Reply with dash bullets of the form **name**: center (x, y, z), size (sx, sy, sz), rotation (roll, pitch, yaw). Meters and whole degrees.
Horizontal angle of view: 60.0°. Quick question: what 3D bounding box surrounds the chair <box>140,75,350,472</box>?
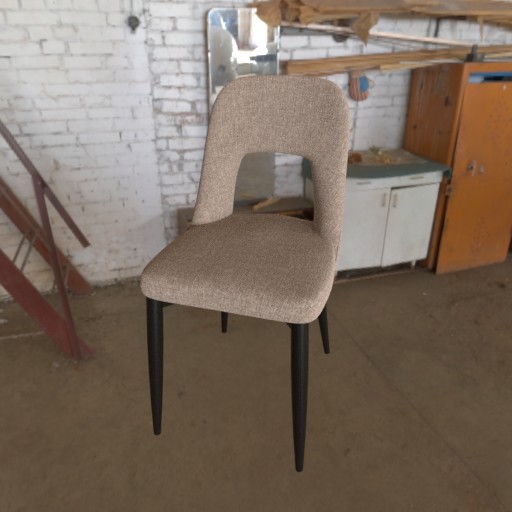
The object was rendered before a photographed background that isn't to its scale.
- **chair**: center (0.000, 0.000, 1.275), size (0.470, 0.931, 0.612), rotation (8, 27, 15)
